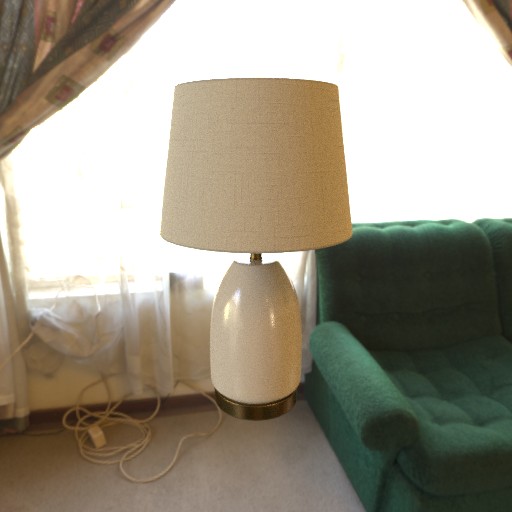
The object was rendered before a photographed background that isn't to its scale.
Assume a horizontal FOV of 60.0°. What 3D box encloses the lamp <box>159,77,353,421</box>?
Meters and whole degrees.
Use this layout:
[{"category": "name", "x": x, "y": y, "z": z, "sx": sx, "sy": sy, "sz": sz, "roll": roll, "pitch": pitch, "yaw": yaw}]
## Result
[{"category": "lamp", "x": 0.000, "y": 0.000, "z": 0.679, "sx": 0.285, "sy": 0.483, "sz": 0.285, "roll": 0, "pitch": 15, "yaw": 0}]
